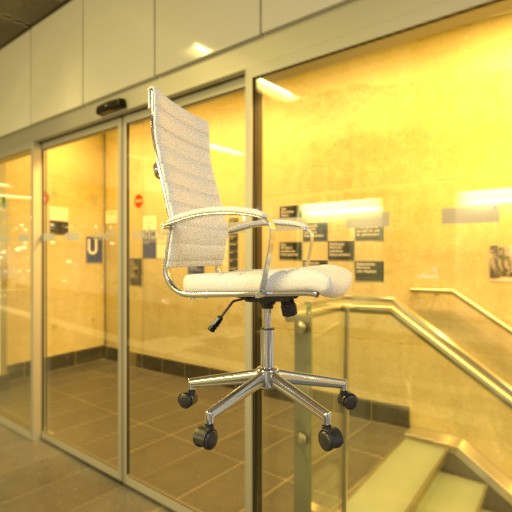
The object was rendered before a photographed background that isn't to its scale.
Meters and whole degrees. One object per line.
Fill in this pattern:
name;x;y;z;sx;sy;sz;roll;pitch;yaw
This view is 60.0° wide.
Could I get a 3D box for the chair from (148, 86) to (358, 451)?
chair;0.000;0.000;1.596;0.679;1.149;0.679;0;0;19
